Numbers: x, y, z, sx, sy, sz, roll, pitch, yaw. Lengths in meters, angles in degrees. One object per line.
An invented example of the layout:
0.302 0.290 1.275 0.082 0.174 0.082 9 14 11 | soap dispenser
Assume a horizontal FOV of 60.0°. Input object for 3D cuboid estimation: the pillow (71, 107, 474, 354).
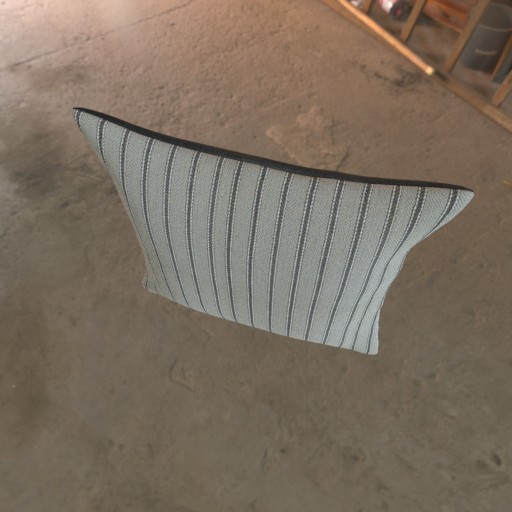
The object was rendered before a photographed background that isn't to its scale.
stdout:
0.000 0.000 0.668 0.468 0.444 0.138 15 59 9 | pillow
